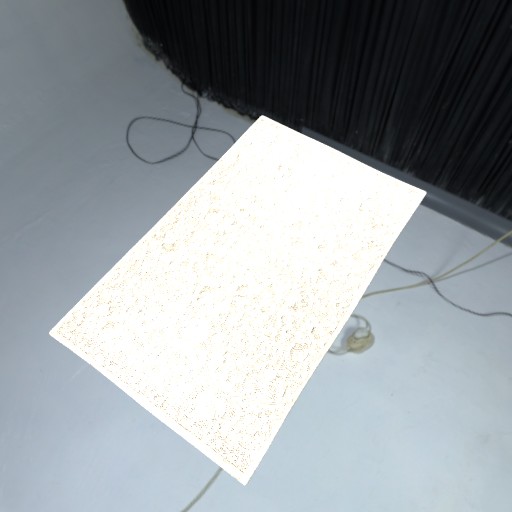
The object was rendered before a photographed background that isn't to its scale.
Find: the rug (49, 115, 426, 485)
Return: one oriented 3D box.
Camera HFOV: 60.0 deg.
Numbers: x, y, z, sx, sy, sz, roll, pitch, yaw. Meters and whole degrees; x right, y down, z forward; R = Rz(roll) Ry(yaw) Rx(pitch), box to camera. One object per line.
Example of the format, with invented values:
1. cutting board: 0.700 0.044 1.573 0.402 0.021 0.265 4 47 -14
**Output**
1. rug: 0.000 0.000 3.106 1.529 0.012 2.435 30 63 17
